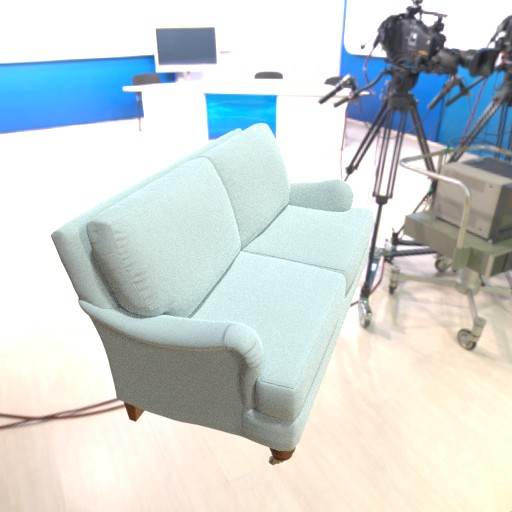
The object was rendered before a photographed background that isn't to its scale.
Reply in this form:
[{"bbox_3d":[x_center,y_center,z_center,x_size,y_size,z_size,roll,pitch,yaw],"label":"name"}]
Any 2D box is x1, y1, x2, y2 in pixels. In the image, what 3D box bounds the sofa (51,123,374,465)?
[{"bbox_3d":[0.000,0.000,2.520,1.084,1.101,1.853,11,32,19],"label":"sofa"}]
